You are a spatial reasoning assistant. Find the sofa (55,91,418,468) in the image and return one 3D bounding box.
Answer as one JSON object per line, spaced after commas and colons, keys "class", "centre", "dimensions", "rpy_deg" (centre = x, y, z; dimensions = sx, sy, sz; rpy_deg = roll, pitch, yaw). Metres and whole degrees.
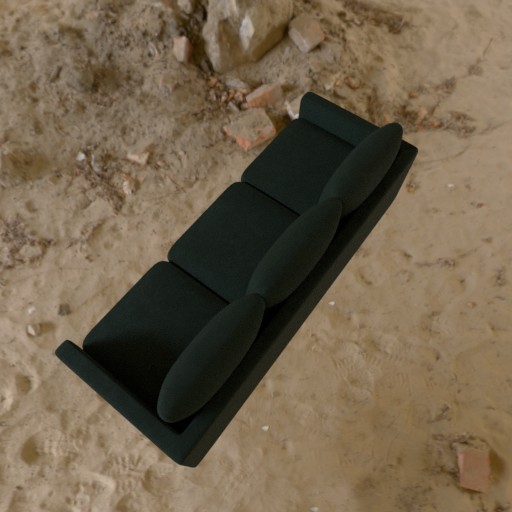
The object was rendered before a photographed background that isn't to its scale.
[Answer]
{"class": "sofa", "centre": [0.000, 0.000, 2.634], "dimensions": [0.859, 0.870, 2.218], "rpy_deg": [34, 68, 16]}
